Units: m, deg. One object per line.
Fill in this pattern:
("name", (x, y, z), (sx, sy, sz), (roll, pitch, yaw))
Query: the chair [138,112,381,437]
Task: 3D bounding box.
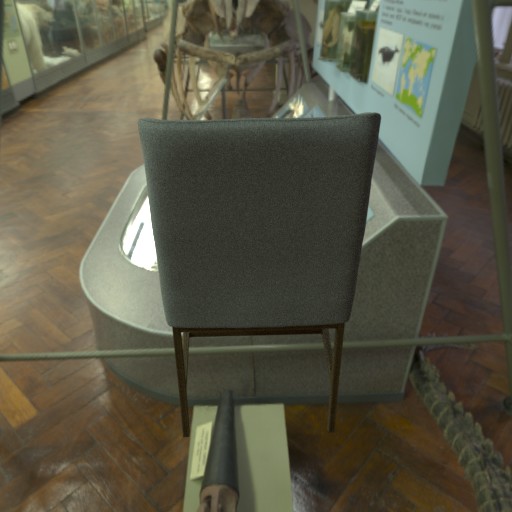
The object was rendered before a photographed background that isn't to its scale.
("chair", (0.000, 0.000, 1.229), (0.508, 0.889, 0.587), (-1, 31, -2))
